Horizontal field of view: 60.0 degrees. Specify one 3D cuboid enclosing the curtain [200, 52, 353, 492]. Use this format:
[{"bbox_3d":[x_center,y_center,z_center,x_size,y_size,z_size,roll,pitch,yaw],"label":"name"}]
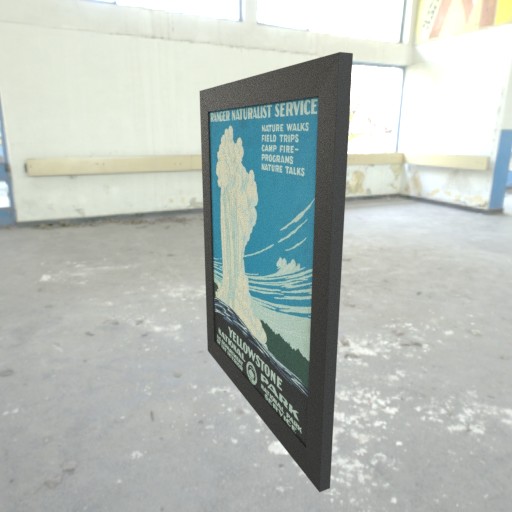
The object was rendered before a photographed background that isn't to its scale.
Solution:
[{"bbox_3d":[0.000,0.000,0.779,0.027,0.585,0.483,-7,17,-24],"label":"curtain"}]
